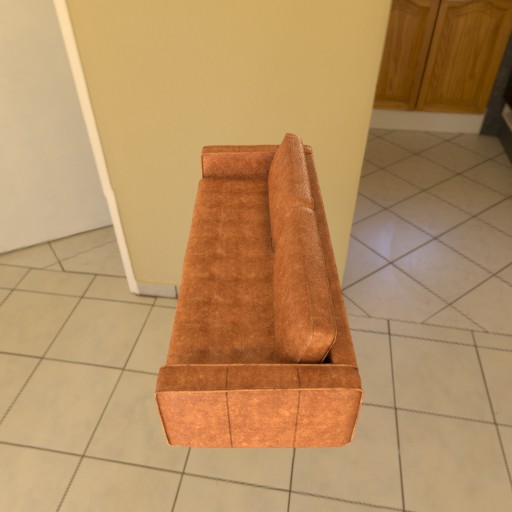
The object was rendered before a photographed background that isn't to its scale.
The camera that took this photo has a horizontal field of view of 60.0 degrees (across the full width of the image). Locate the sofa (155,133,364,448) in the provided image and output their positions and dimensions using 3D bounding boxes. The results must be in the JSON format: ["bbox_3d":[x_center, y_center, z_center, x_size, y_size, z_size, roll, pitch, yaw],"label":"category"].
[{"bbox_3d":[0.000,0.000,2.729,0.886,0.779,2.199,0,40,0],"label":"sofa"}]
